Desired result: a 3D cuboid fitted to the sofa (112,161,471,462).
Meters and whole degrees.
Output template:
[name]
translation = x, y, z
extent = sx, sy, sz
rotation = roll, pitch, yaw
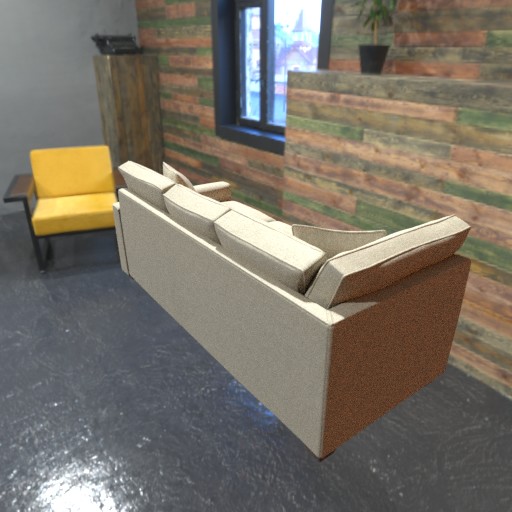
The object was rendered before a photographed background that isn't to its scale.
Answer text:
[sofa]
translation = 0.000, 0.000, 2.883
extent = 1.053, 0.948, 2.323
rotation = -17, 30, -32
